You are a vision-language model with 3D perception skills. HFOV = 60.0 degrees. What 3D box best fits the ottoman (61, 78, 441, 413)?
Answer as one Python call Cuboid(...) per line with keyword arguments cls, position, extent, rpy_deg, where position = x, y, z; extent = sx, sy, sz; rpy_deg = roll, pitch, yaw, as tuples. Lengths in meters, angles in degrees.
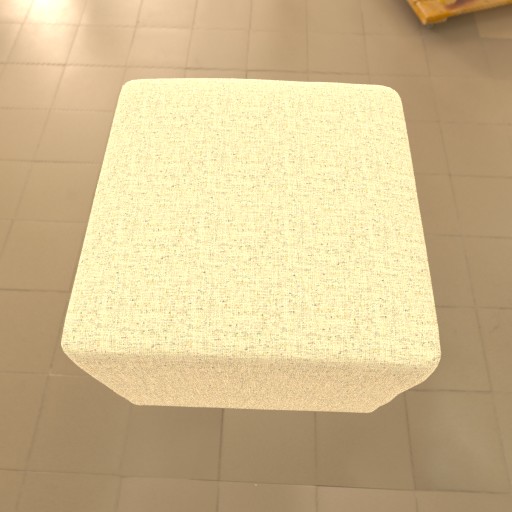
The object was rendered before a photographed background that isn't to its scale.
Cuboid(cls="ottoman", position=(0.000, 0.000, 0.856), extent=(0.512, 0.453, 0.521), rpy_deg=(2, 63, 1))
